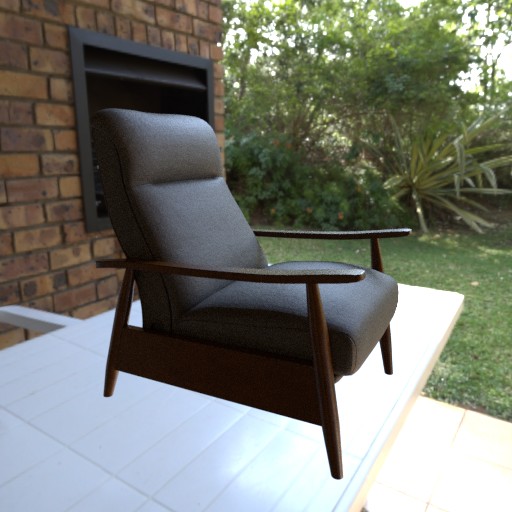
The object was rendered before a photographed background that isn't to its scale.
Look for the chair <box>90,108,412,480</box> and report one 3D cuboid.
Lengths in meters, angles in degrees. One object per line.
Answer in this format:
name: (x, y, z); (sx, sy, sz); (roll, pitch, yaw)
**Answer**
chair: (0.000, 0.000, 1.698); (1.014, 1.081, 0.762); (7, 15, 27)
